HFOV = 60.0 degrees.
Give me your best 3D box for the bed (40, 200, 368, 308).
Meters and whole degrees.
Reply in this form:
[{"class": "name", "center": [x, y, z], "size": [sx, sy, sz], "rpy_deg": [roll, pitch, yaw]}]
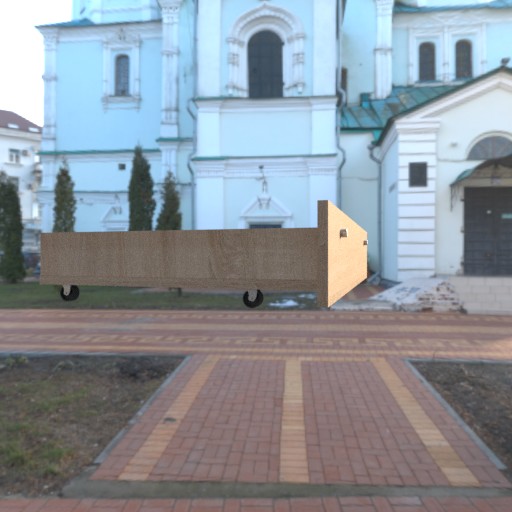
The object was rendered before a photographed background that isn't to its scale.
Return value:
[{"class": "bed", "center": [0.000, 0.000, 1.495], "size": [0.685, 0.209, 1.200], "rpy_deg": [0, 0, 17]}]
